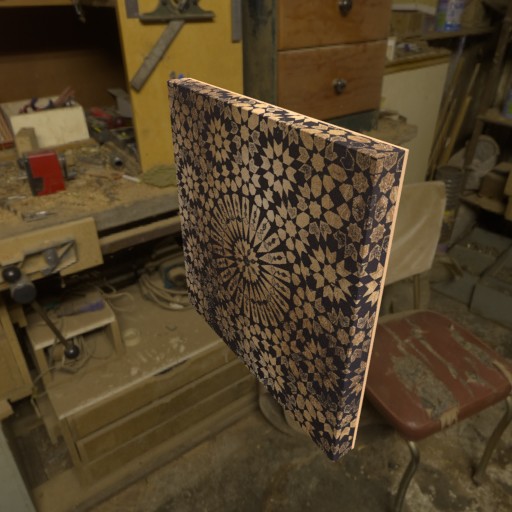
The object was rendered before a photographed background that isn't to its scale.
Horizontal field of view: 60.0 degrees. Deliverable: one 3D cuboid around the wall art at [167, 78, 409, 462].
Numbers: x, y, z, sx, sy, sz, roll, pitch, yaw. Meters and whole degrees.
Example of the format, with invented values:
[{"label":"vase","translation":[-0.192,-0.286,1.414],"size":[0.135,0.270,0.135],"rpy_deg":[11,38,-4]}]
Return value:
[{"label":"wall art","translation":[0.000,0.000,0.614],"size":[0.038,0.405,0.405],"rpy_deg":[-20,37,-29]}]
